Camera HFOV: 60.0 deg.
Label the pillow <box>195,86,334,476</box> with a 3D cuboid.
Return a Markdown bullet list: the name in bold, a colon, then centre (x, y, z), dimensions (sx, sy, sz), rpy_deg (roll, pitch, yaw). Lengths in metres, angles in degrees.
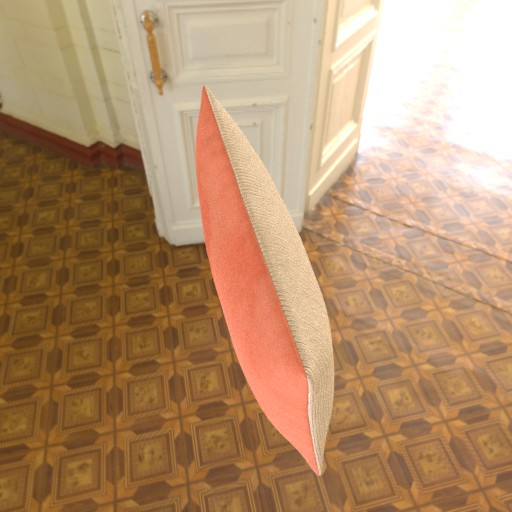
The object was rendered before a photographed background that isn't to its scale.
- **pillow**: centre (0.000, 0.000, 0.722), dimensions (0.155, 0.307, 0.608), rpy_deg (-10, 47, -9)
